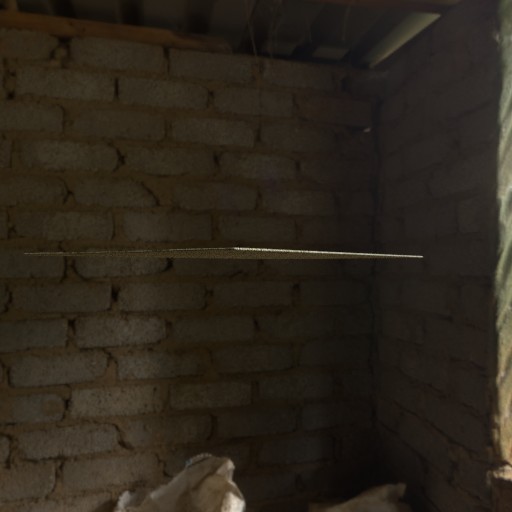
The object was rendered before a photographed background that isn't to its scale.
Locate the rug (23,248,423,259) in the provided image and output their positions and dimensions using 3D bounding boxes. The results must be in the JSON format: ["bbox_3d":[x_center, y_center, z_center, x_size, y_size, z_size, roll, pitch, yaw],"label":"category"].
[{"bbox_3d":[0.000,0.000,2.213,1.143,0.010,1.758,-1,-1,36],"label":"rug"}]
